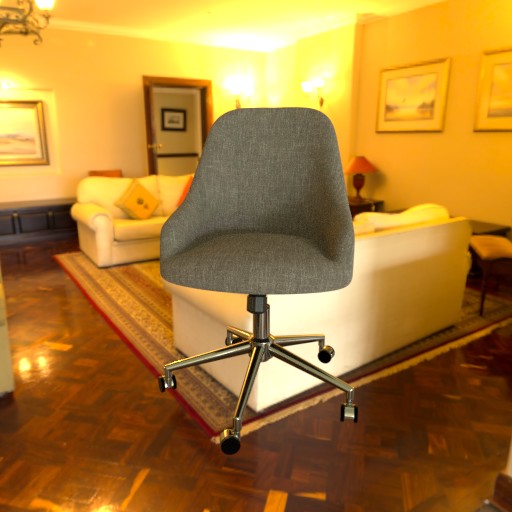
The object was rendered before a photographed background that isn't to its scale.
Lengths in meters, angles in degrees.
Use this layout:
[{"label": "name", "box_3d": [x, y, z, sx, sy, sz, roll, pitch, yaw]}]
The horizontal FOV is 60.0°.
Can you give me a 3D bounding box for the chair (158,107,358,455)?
[{"label": "chair", "box_3d": [0.000, 0.000, 1.426, 0.671, 0.950, 0.712, 2, 15, 8]}]
